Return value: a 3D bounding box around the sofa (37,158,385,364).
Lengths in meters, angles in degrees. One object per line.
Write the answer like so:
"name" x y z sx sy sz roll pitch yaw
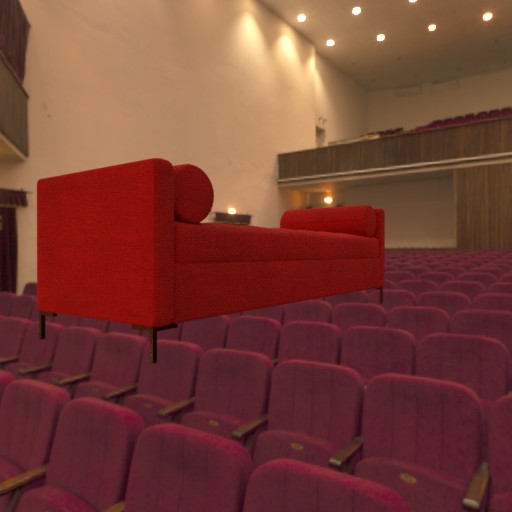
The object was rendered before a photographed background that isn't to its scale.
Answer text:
"sofa" 0.000 0.000 2.322 0.686 0.635 1.981 0 1 36
